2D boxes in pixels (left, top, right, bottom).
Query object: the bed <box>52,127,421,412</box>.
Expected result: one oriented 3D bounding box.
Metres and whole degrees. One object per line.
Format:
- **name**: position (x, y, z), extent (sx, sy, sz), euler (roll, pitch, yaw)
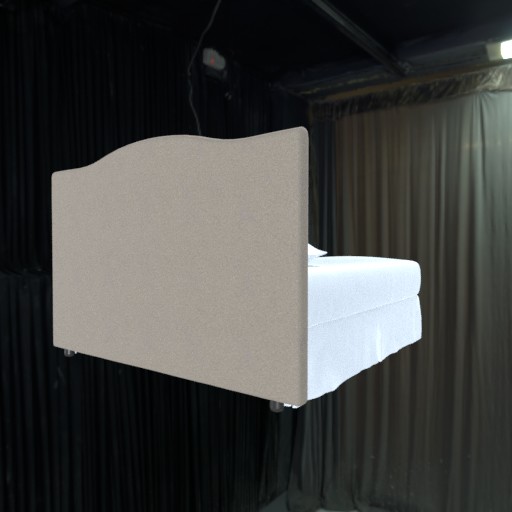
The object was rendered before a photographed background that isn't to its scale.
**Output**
- **bed**: position (0.000, 0.000, 3.469), extent (2.083, 1.421, 2.182), euler (1, 2, 36)
